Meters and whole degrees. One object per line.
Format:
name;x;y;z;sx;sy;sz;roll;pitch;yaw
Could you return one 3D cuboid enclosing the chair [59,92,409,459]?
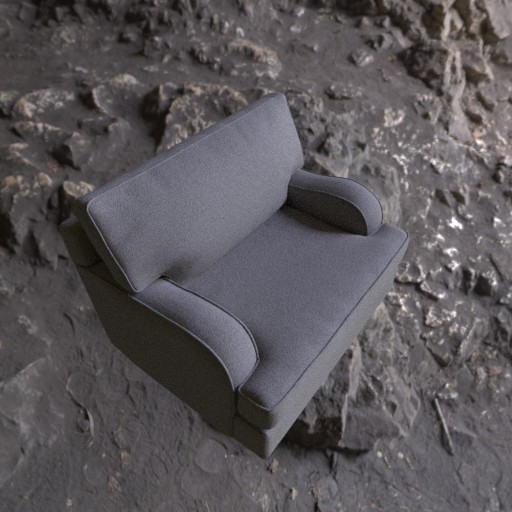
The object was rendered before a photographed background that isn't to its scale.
chair;0.000;0.000;2.030;1.040;1.016;1.220;27;49;26
